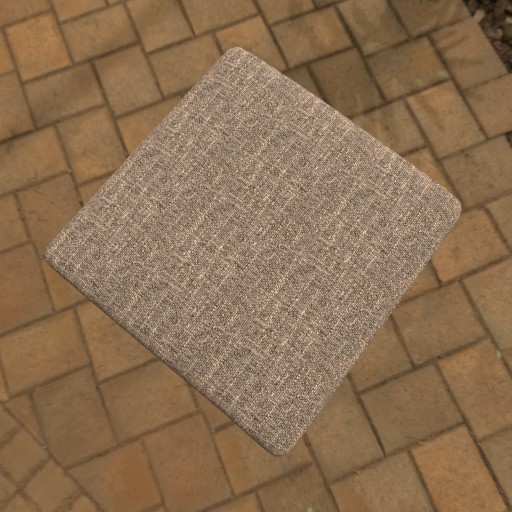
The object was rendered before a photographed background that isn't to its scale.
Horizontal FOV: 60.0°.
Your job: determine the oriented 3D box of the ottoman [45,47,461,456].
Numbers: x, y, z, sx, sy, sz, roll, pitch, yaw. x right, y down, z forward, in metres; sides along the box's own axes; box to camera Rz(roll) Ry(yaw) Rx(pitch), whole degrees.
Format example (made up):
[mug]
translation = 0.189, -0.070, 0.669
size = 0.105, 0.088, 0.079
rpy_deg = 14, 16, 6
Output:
[ottoman]
translation = 0.000, 0.000, 0.912
size = 0.512, 0.453, 0.521
rpy_deg = 38, 80, 8
